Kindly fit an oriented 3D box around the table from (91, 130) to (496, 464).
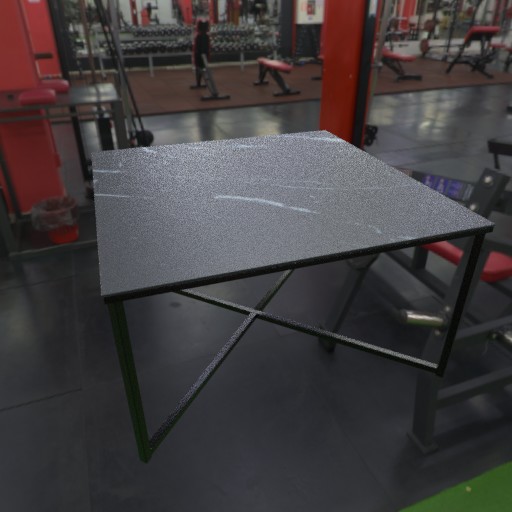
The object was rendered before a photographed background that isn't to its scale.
[{"bbox_3d":[0.000,0.000,1.266,0.800,0.450,0.800,-10,32,-16],"label":"table"}]
